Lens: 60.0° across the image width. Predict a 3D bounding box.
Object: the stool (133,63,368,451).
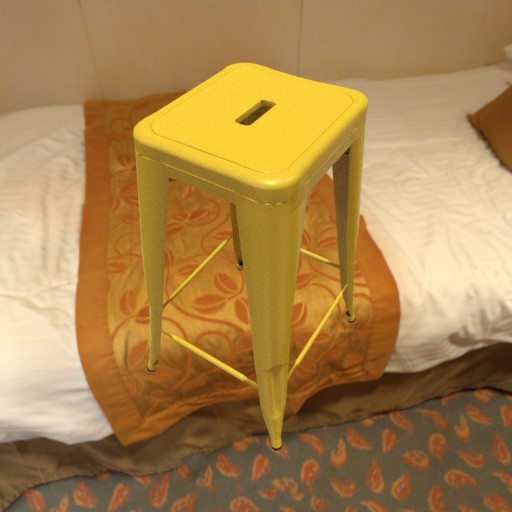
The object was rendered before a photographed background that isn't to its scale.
[{"bbox_3d":[0.000,0.000,0.863,0.359,0.609,0.399,24,51,21],"label":"stool"}]
